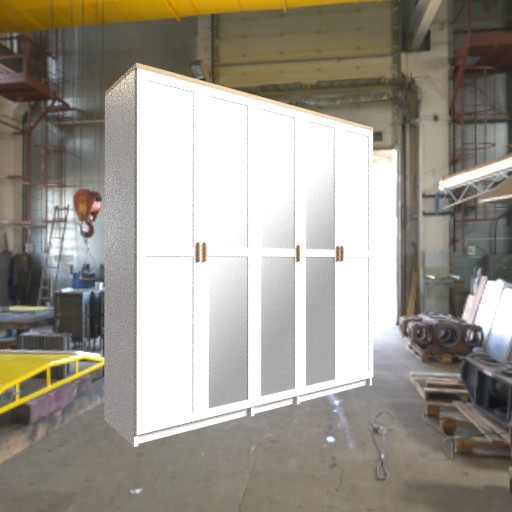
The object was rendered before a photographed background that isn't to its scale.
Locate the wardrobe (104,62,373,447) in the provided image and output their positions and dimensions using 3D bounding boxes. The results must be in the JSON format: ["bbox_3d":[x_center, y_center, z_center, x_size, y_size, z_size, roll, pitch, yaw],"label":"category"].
[{"bbox_3d":[0.000,0.000,3.460,2.160,2.260,0.590,0,-1,-37],"label":"wardrobe"}]
